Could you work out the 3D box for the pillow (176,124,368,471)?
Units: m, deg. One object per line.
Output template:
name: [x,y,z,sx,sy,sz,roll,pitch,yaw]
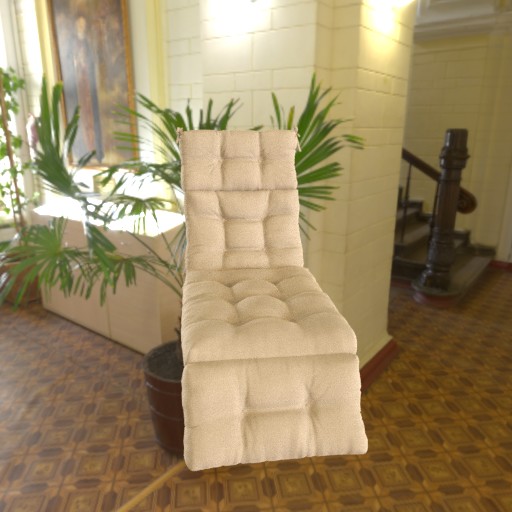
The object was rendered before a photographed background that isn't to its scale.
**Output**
pillow: [0.000,0.000,1.502,0.526,0.863,1.016,-2,16,-8]
